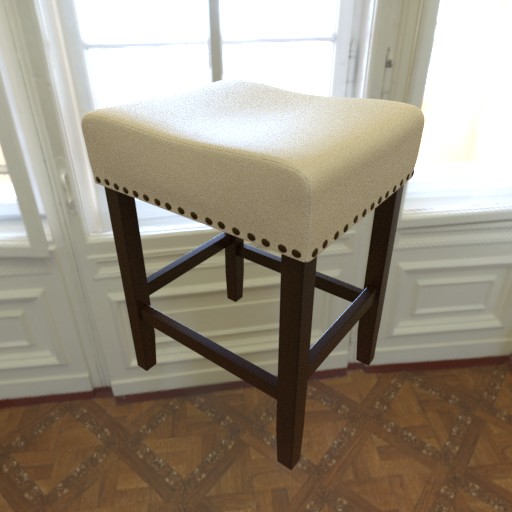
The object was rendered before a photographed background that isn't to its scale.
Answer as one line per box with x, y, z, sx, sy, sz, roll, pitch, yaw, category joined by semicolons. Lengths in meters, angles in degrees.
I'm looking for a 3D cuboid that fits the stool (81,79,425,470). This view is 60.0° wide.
0.000;0.000;0.925;0.471;0.609;0.401;22;38;31;stool
